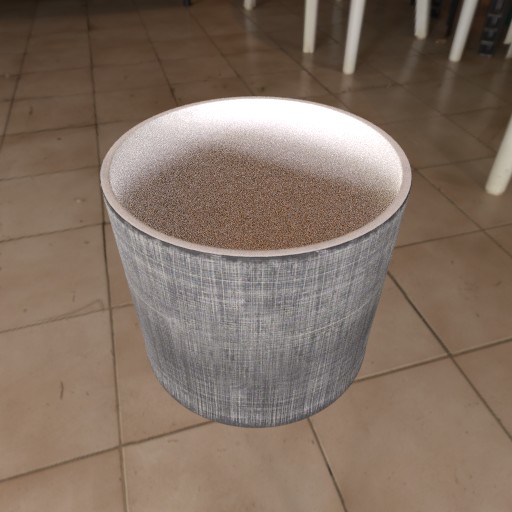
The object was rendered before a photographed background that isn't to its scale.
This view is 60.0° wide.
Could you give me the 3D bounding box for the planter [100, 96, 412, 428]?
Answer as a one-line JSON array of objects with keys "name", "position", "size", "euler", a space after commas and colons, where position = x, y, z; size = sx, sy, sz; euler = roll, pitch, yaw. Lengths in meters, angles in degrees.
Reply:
[{"name": "planter", "position": [0.000, 0.000, 0.313], "size": [0.178, 0.157, 0.178], "euler": [0, 42, 0]}]
